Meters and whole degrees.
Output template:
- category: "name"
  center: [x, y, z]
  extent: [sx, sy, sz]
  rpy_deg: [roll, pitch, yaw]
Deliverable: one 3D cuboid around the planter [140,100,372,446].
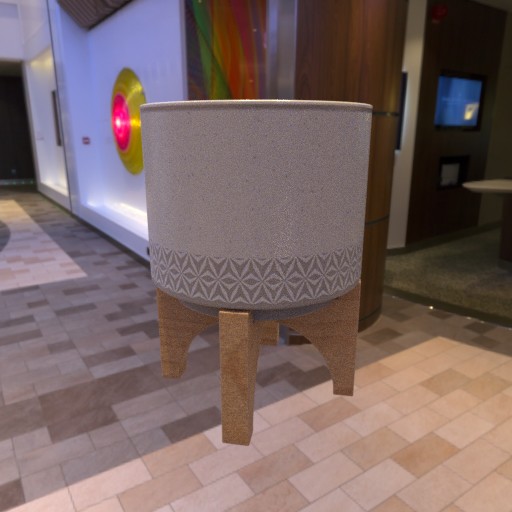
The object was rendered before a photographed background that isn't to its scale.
- category: "planter"
  center: [0.000, 0.000, 0.279]
  extent: [0.130, 0.178, 0.130]
  rpy_deg: [0, 16, 0]
